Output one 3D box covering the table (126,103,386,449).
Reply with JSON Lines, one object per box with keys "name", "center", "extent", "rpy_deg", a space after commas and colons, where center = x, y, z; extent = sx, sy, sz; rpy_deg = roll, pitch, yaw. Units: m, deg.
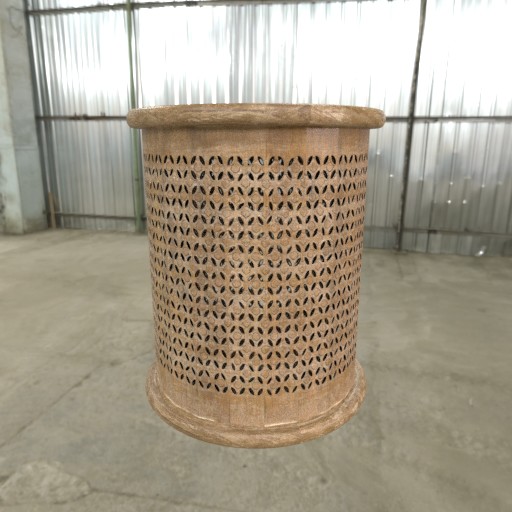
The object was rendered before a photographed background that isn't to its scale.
{"name": "table", "center": [0.000, 0.000, 0.781], "extent": [0.407, 0.482, 0.407], "rpy_deg": [0, 15, 0]}
